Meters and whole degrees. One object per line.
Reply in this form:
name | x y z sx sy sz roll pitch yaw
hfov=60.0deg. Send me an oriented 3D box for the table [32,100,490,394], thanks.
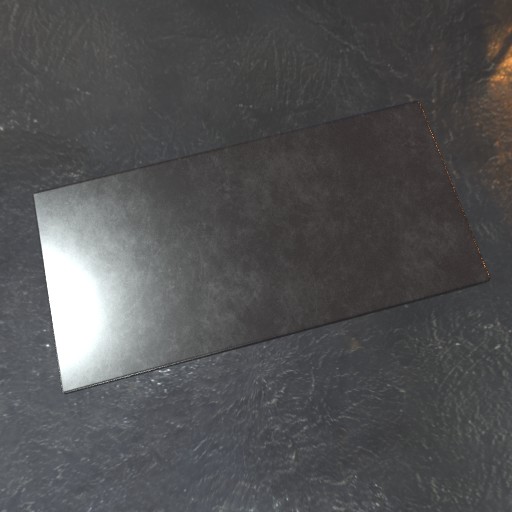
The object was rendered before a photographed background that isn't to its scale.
table | 0.000 0.000 1.461 1.171 0.487 0.580 -14 76 -4
